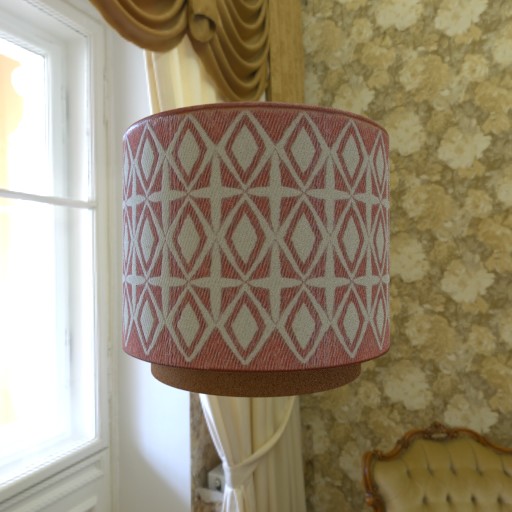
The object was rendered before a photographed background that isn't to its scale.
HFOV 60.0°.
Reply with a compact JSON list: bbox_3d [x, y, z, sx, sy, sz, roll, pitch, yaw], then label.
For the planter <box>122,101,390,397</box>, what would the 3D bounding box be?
[{"bbox_3d":[0.000,0.000,0.474,0.273,0.237,0.273,0,0,0],"label":"planter"}]
